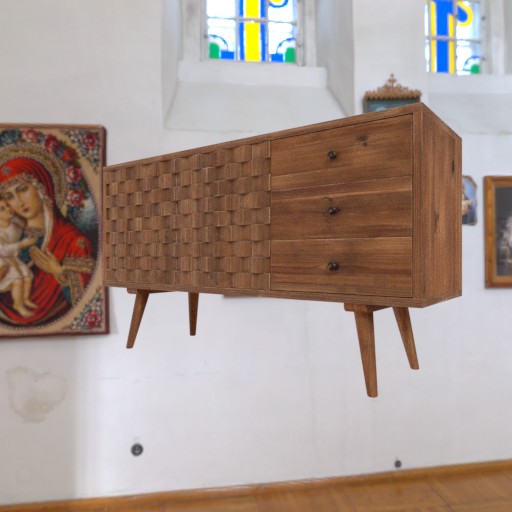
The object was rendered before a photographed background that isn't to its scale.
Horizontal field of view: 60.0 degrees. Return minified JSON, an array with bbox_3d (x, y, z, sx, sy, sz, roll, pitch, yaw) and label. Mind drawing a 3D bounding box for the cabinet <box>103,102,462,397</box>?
[{"bbox_3d":[0.000,0.000,1.740,1.400,0.800,0.472,0,0,37],"label":"cabinet"}]
